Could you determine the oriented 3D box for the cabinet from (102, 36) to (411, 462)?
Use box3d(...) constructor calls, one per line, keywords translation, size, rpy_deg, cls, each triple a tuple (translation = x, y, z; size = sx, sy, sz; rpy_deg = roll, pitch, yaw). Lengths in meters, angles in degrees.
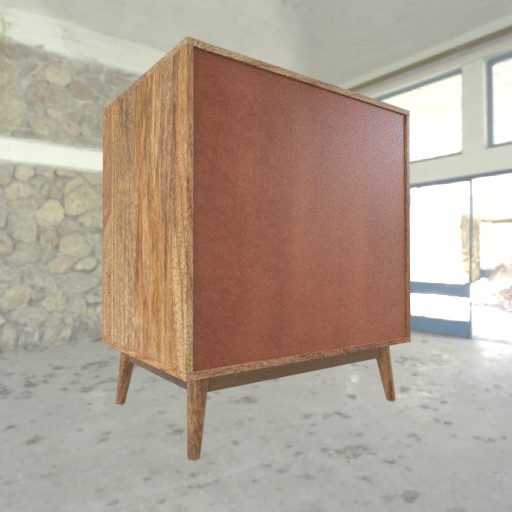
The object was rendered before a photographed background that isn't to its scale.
box3d(translation=(0.000, 0.000, 1.149), size=(0.647, 0.758, 0.473), rpy_deg=(1, -1, -36), cls="cabinet")
